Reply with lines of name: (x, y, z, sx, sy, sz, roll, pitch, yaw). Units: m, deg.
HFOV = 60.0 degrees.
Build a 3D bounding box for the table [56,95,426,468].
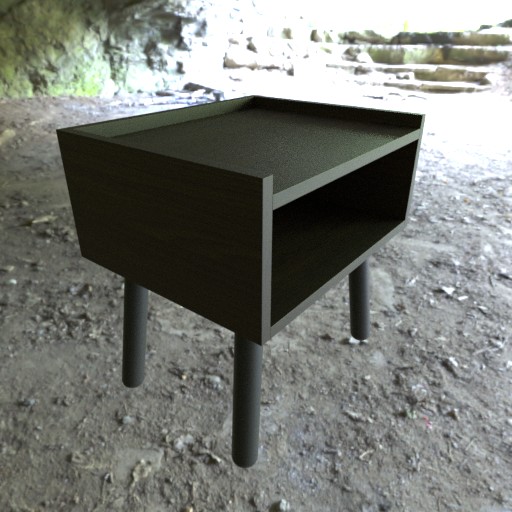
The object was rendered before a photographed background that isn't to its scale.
table: (0.000, 0.000, 0.793, 0.370, 0.470, 0.450, 20, 33, 33)
